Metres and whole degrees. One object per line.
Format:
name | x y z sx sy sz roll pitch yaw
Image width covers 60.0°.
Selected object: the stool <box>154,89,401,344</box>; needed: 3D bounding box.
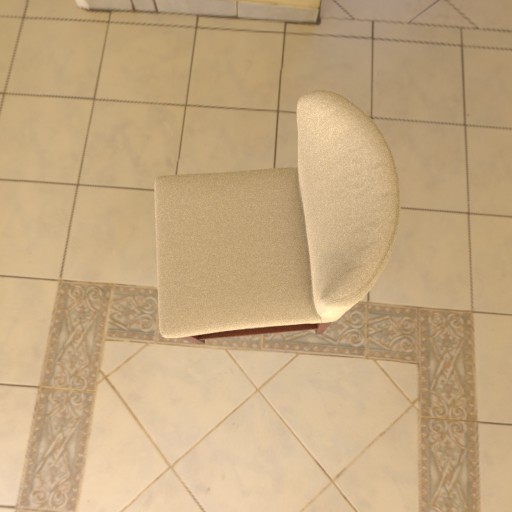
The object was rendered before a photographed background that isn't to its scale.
stool | 0.000 0.000 1.375 0.568 1.069 0.479 -5 75 -1
